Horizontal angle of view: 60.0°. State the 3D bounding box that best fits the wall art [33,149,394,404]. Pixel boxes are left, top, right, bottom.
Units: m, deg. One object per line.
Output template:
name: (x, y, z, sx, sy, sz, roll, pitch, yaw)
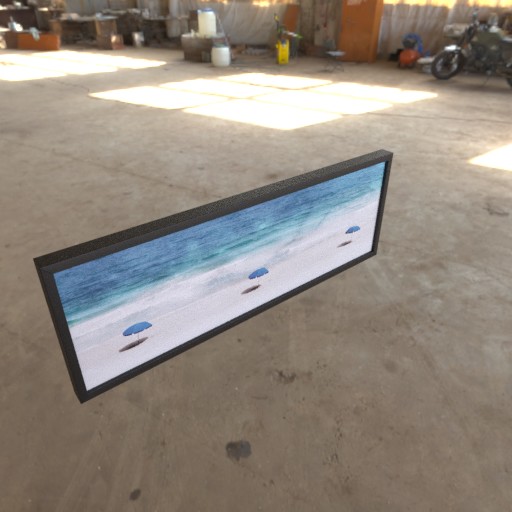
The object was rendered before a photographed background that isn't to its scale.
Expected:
wall art: (0.000, 0.000, 0.986, 0.860, 0.303, 0.037, -23, 38, -32)
